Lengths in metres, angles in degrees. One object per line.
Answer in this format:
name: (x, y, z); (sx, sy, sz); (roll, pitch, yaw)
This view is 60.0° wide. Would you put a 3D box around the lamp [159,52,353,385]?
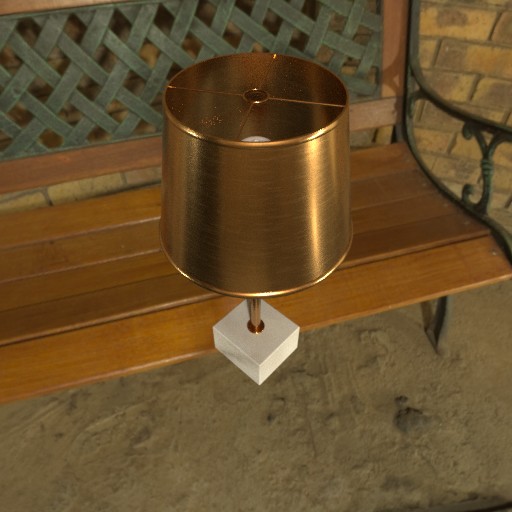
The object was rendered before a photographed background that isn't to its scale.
lamp: (0.000, 0.000, 0.520); (0.208, 0.406, 0.208); (0, 47, 0)
